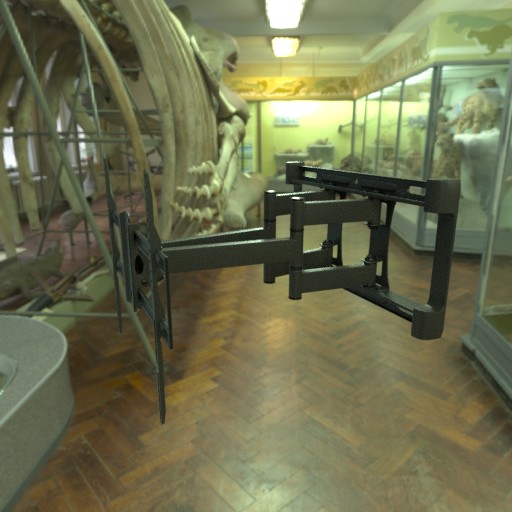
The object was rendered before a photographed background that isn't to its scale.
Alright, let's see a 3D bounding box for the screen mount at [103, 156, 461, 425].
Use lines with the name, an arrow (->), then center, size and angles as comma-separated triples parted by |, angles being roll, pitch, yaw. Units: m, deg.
screen mount -> 0.000, 0.000, 0.975 | 0.556, 0.424, 0.571 | -8, 17, -26
